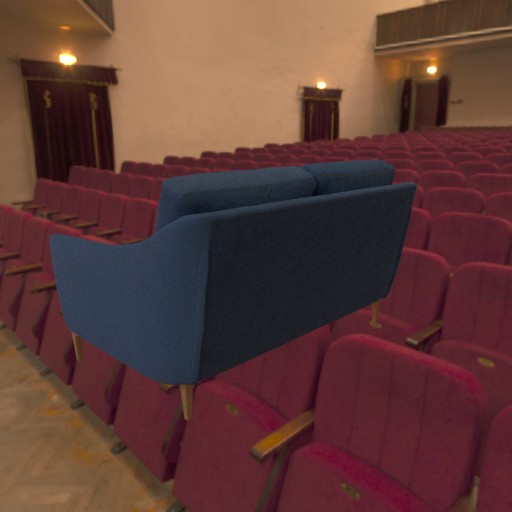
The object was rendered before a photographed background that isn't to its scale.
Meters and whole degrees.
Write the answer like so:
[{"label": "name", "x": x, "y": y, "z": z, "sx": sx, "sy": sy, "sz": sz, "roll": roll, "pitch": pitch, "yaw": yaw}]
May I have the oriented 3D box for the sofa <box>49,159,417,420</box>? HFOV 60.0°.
[{"label": "sofa", "x": 0.000, "y": 0.000, "z": 2.171, "sx": 1.619, "sy": 0.902, "sz": 0.960, "roll": -14, "pitch": 21, "yaw": -41}]
